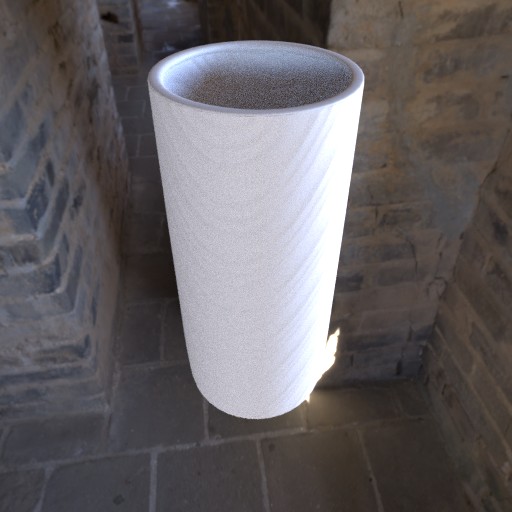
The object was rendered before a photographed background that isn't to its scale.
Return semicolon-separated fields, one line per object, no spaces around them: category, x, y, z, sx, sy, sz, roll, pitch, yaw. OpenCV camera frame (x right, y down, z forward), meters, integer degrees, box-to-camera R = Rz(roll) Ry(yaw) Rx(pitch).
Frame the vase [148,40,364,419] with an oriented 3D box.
vase;0.000;0.000;0.388;0.143;0.316;0.143;0;41;0
